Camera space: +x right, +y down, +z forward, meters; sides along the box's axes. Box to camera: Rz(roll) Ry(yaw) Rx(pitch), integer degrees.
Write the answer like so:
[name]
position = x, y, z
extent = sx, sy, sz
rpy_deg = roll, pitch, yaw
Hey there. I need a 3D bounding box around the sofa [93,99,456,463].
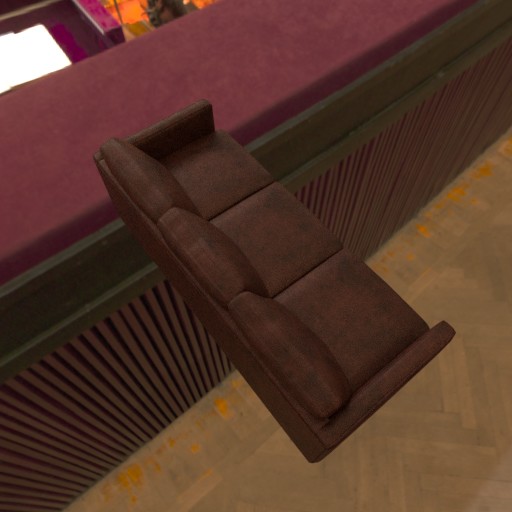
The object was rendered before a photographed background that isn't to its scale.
[sofa]
position = 0.000, 0.000, 3.045
extent = 1.045, 1.006, 2.464
rpy_deg = -34, 64, -19
